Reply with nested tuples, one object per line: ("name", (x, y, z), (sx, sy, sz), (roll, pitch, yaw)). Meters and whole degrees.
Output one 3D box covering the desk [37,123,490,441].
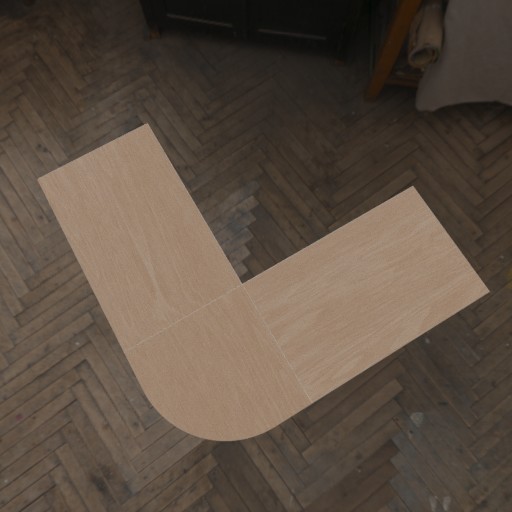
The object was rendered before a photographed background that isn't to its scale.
("desk", (0.000, 0.000, 2.246), (1.400, 0.762, 1.400), (-30, 77, -7))
